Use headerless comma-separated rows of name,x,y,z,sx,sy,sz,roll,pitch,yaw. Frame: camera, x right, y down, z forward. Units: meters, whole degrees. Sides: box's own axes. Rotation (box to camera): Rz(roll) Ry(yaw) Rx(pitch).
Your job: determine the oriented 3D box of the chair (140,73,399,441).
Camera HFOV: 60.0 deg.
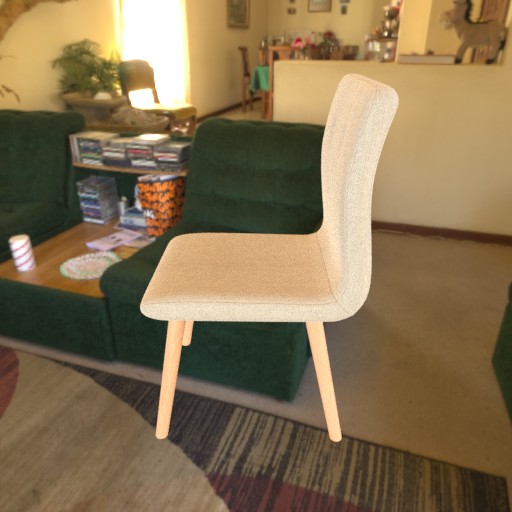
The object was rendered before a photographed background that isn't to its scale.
chair,0.000,0.000,1.185,0.550,0.885,0.435,0,26,1
